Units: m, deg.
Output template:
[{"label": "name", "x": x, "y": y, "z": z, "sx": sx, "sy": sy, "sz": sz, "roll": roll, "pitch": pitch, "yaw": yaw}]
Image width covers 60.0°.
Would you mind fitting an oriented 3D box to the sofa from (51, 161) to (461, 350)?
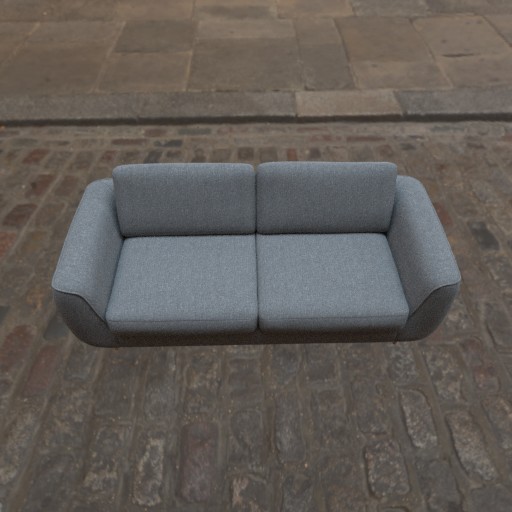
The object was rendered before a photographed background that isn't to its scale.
[{"label": "sofa", "x": 0.000, "y": 0.000, "z": 2.504, "sx": 2.000, "sy": 0.870, "sz": 0.920, "roll": -1, "pitch": 47, "yaw": -1}]
